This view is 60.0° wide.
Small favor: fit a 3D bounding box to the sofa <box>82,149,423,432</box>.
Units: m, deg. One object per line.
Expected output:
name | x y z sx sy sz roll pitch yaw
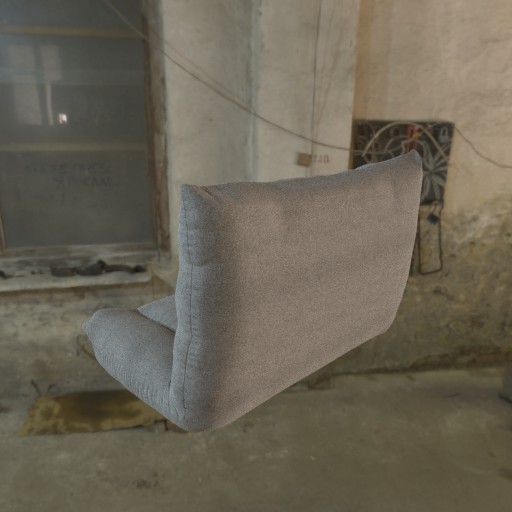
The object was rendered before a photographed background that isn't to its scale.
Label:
sofa | 0.000 0.000 1.731 1.144 0.795 0.847 -15 22 -42
